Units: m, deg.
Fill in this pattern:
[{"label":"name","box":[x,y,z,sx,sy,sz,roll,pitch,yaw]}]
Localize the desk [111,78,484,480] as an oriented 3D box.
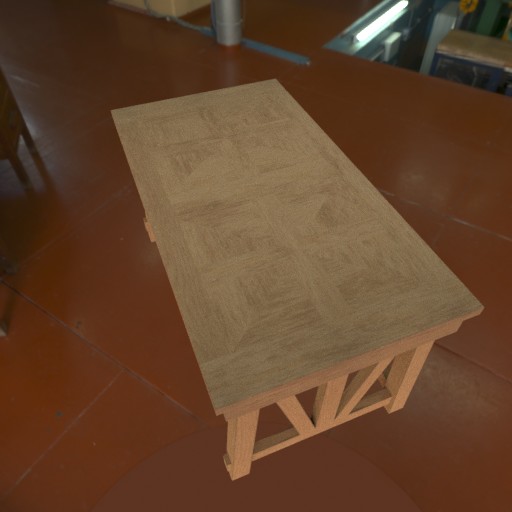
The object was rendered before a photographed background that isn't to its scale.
[{"label":"desk","box":[0.000,0.000,1.920,0.813,0.762,1.499,-17,50,-15]}]
